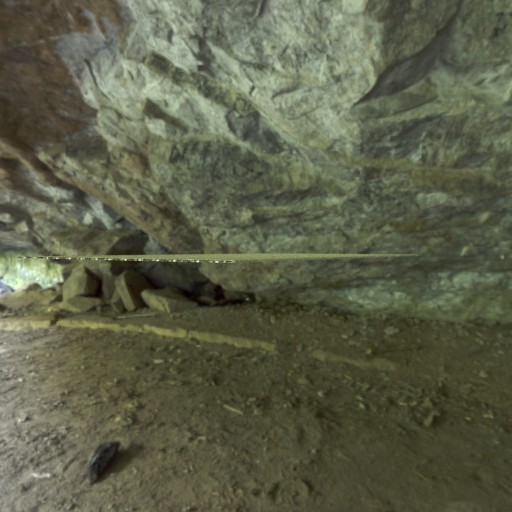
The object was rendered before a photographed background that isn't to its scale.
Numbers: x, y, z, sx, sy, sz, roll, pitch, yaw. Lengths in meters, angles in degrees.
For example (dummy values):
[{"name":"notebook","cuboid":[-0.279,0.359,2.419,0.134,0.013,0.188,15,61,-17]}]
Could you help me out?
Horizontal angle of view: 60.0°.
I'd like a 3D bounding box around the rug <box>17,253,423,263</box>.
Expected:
[{"name":"rug","cuboid":[0.000,0.000,2.987,1.544,0.010,2.435,1,1,37]}]
